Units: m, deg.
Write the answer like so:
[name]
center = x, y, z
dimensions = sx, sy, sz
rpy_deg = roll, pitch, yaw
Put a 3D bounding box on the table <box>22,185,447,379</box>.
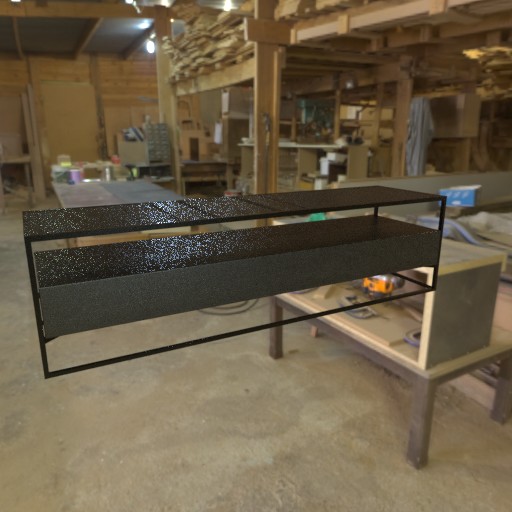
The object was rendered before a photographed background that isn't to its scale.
[table]
center = 0.000, 0.000, 1.637
dimensions = 1.486, 0.395, 0.399
rpy_deg = -8, 18, -26
